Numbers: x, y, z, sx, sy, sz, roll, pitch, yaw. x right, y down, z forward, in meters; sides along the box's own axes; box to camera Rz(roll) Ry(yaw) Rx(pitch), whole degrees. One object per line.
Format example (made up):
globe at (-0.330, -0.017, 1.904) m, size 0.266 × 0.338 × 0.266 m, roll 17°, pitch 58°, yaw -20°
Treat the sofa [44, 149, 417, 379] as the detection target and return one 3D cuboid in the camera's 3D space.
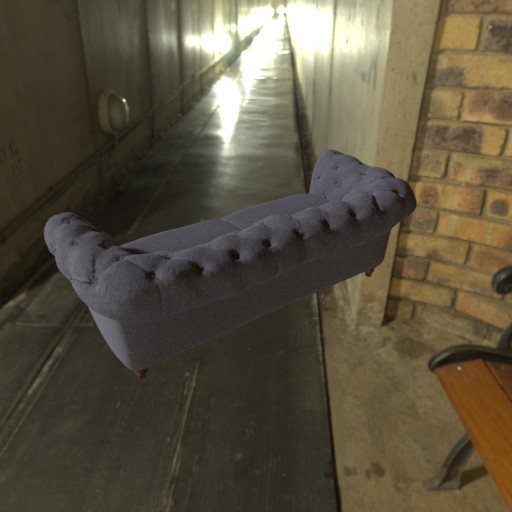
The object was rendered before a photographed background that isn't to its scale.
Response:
sofa at (0.000, 0.000, 2.929) m, size 2.335 × 0.836 × 1.046 m, roll -20°, pitch 36°, yaw -29°
